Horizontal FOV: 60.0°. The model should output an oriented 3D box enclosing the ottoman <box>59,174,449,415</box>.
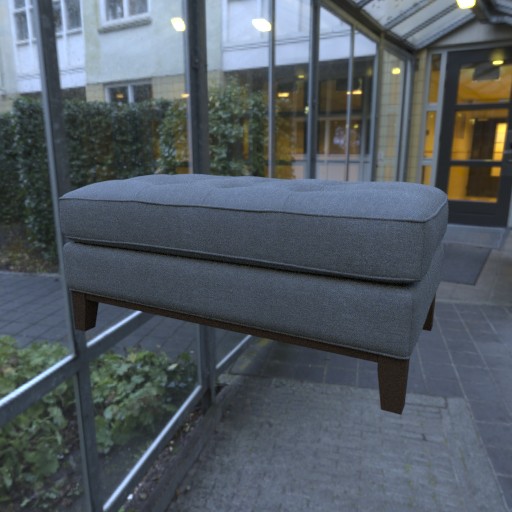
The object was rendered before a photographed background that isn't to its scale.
[{"bbox_3d":[0.000,0.000,1.478,1.143,0.514,0.648,7,15,27],"label":"ottoman"}]
